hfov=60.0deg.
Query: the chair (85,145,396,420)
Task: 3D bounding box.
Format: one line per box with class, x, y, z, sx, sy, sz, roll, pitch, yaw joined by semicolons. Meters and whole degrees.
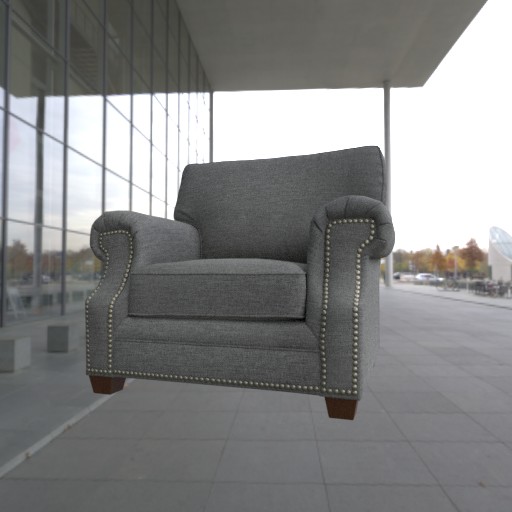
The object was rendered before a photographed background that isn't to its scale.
chair;0.000;0.000;1.815;1.092;0.961;0.965;-1;-2;19
